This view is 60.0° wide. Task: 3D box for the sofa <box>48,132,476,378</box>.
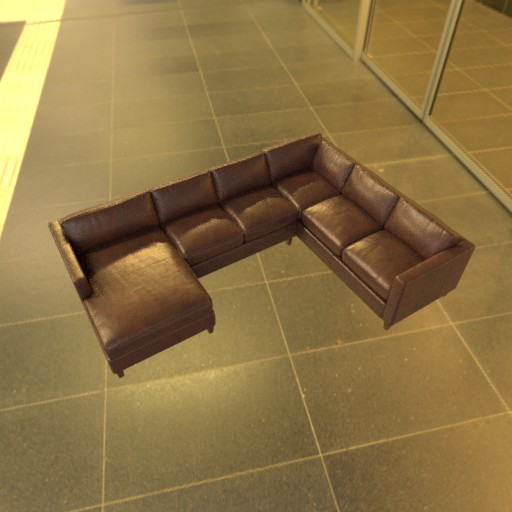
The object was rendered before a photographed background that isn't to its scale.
[{"bbox_3d":[0.000,0.000,4.445,3.324,0.891,2.452,-24,50,-22],"label":"sofa"}]
